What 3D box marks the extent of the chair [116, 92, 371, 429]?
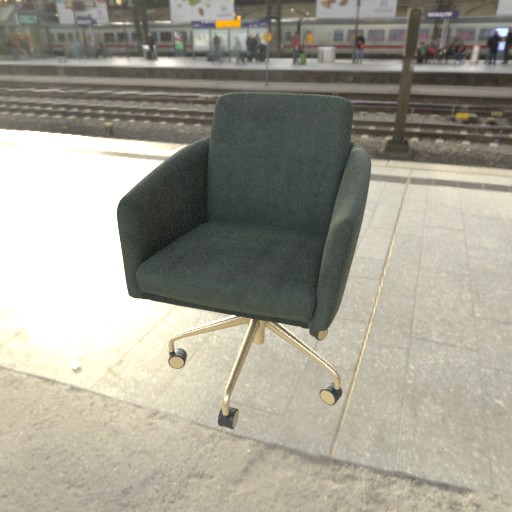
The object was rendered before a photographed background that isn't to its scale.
[{"bbox_3d":[0.000,0.000,1.385,0.641,0.908,0.635,8,27,17],"label":"chair"}]
